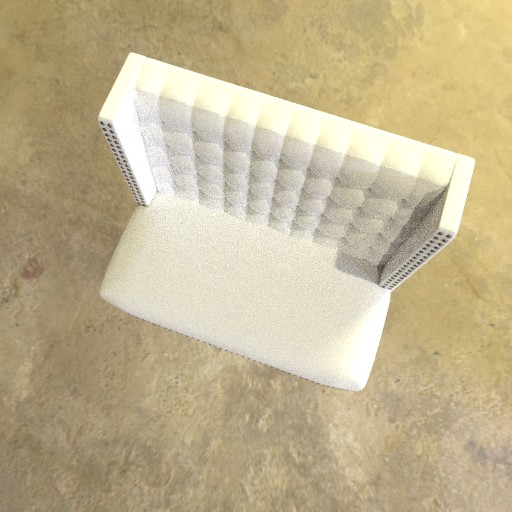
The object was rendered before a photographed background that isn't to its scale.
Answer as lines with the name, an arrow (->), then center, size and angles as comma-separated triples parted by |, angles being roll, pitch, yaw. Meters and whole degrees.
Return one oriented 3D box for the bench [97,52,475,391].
bench -> 0.000, 0.000, 1.958 | 1.280, 1.123, 0.847 | 19, 76, 5
